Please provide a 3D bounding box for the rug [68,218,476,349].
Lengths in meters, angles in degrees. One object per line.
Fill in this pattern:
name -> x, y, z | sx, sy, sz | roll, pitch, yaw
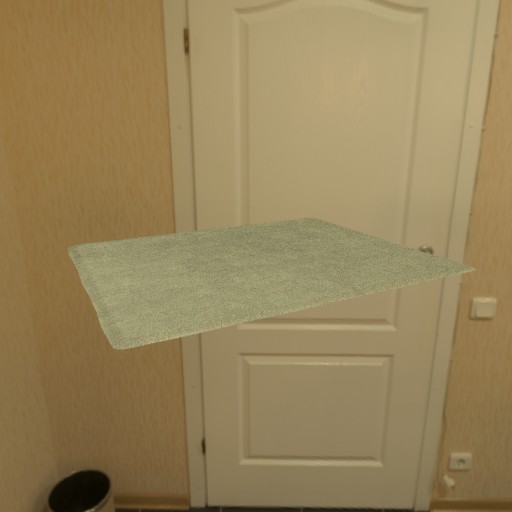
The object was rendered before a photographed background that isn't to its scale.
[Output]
rug -> 0.000, 0.000, 3.958 | 2.933, 0.027, 2.332 | -9, 19, -27
